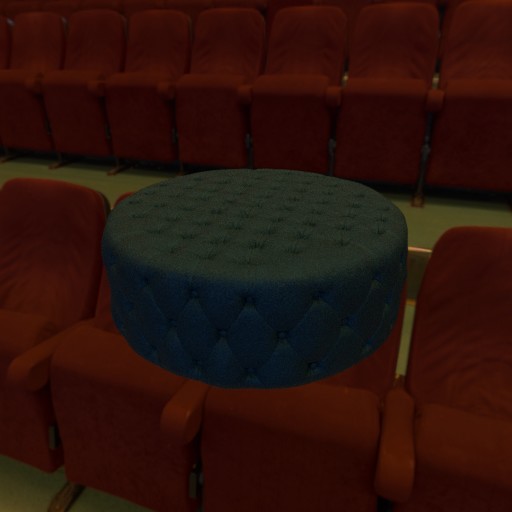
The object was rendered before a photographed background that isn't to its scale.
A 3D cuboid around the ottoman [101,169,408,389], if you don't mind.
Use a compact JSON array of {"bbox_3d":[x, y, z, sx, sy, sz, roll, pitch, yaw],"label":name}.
[{"bbox_3d":[0.000,0.000,1.529,0.998,0.398,0.998,0,26,0],"label":"ottoman"}]
